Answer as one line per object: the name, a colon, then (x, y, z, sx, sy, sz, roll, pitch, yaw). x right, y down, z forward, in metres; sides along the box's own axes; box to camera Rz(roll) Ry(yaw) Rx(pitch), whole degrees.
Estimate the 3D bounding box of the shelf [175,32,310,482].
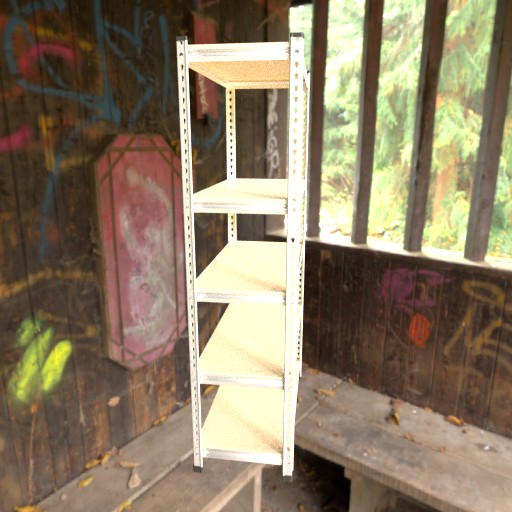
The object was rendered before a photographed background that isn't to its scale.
shelf: (0.000, 0.000, 2.208, 0.457, 1.829, 0.914, 2, 15, 8)
